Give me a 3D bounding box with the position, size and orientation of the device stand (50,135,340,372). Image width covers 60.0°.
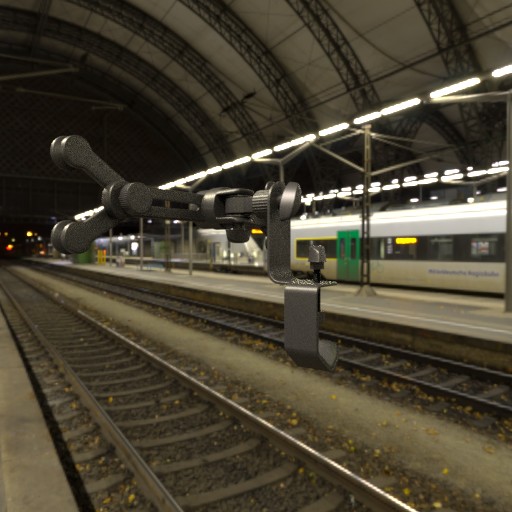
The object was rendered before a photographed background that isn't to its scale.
[{"bbox_3d":[0.000,0.000,0.363,0.142,0.166,0.270,1,1,37],"label":"device stand"}]
